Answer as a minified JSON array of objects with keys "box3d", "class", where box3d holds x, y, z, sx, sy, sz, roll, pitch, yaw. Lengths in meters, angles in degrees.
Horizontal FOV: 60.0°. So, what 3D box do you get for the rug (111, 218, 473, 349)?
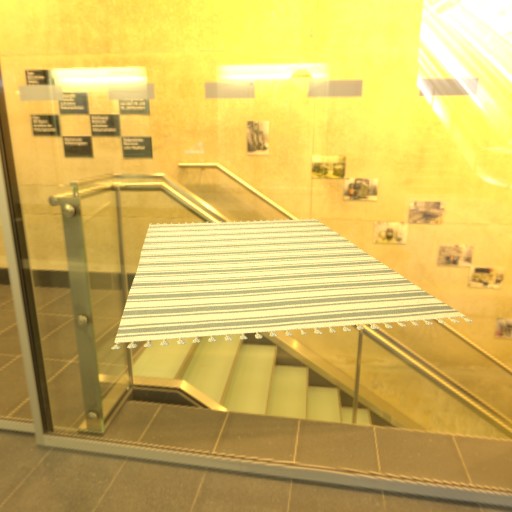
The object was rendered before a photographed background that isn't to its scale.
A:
[{"box3d":[0.000,0.000,2.966,1.539,0.011,2.410,-3,16,-9],"class":"rug"}]
